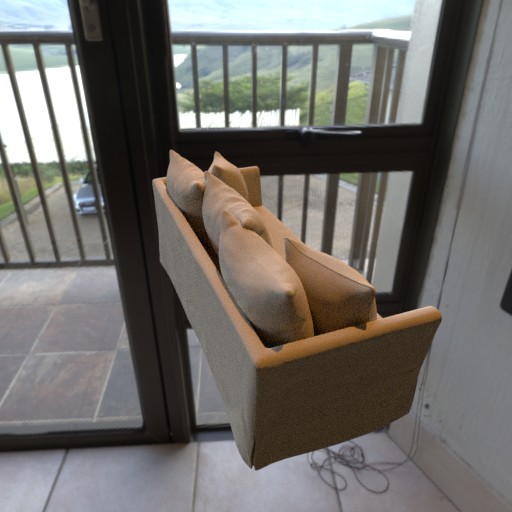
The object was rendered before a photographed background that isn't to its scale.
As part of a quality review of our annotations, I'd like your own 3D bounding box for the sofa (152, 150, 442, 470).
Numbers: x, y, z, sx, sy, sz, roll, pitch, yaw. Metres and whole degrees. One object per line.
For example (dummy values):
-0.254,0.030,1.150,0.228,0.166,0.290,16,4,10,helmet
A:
0.000,0.000,3.119,1.046,1.047,2.499,-11,31,-19,sofa
